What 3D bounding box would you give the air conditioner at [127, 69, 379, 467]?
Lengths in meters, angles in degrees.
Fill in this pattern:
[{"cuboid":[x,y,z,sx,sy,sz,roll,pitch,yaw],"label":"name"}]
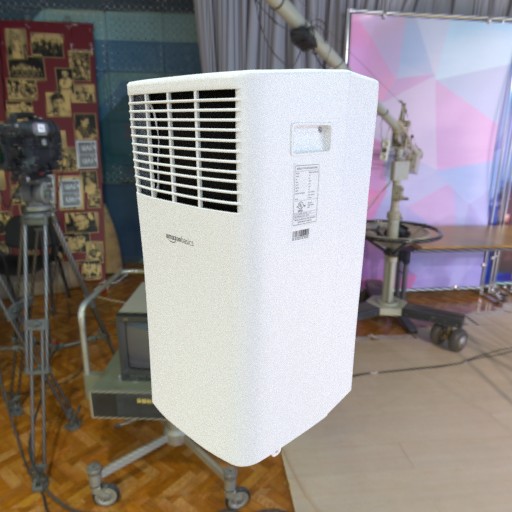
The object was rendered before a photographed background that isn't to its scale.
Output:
[{"cuboid":[0.000,0.000,0.796,0.304,0.606,0.349,16,24,42],"label":"air conditioner"}]
